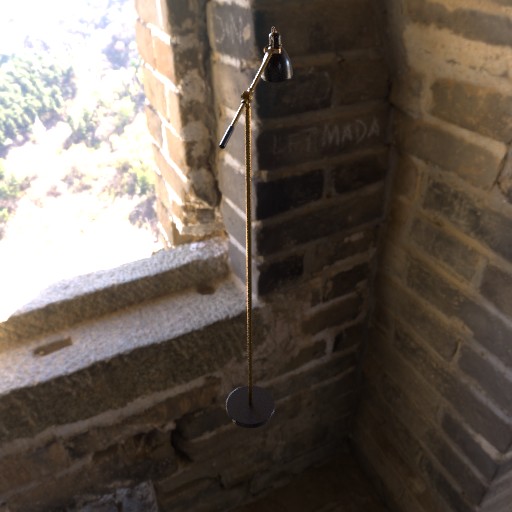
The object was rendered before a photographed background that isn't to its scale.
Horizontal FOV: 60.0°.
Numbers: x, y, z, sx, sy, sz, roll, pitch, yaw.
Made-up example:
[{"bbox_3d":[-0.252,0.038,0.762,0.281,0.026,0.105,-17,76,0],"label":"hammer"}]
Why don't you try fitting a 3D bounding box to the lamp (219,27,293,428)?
[{"bbox_3d":[0.000,0.000,1.796,0.235,1.628,0.618,10,33,16],"label":"lamp"}]
